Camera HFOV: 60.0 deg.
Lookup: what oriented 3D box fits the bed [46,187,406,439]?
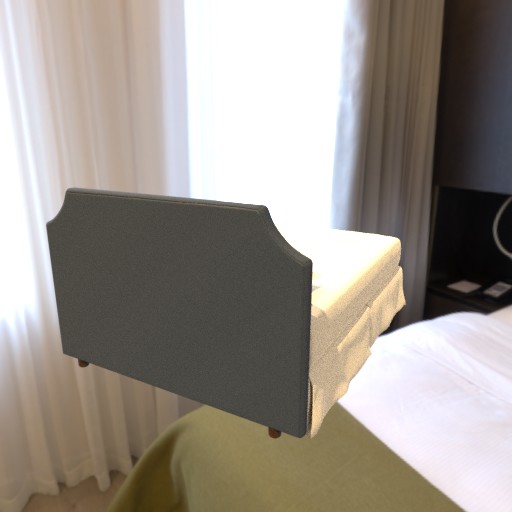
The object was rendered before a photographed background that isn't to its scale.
[{"bbox_3d":[0.000,0.000,4.192,2.350,1.488,2.773,9,18,28],"label":"bed"}]
